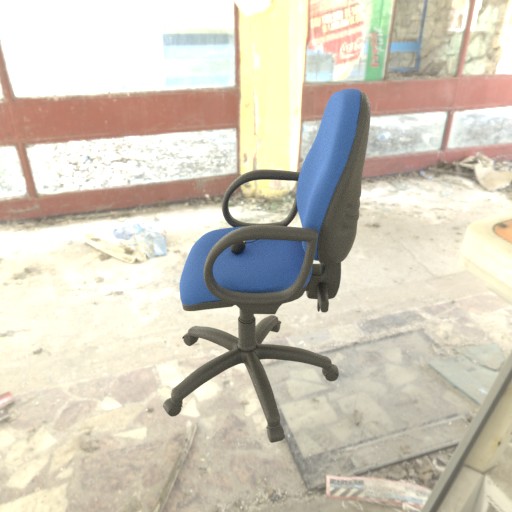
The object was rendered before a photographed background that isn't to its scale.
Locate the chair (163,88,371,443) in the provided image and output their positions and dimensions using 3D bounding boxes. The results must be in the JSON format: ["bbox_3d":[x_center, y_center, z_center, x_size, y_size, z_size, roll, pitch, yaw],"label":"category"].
[{"bbox_3d":[0.000,0.000,1.263,0.549,0.905,0.552,1,28,2],"label":"chair"}]
